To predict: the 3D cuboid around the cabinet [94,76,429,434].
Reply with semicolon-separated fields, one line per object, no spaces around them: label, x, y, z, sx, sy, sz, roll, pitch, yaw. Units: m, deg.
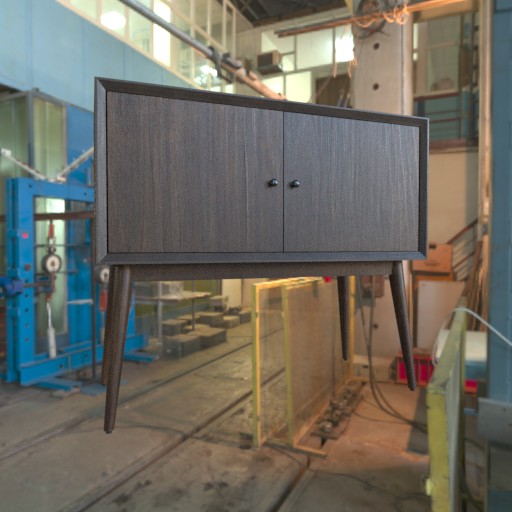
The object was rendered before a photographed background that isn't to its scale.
cabinet;0.000;0.000;1.090;0.743;0.654;0.354;-1;1;-20
